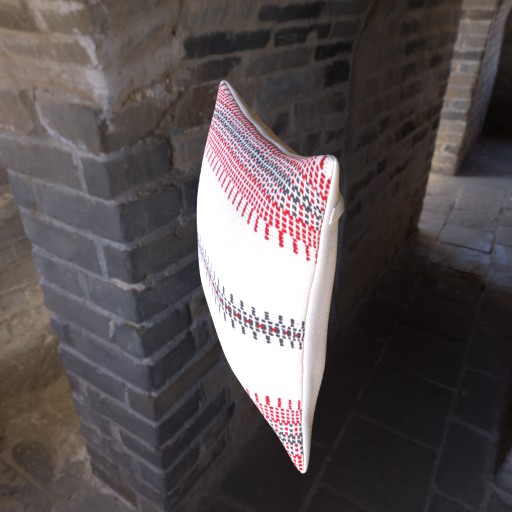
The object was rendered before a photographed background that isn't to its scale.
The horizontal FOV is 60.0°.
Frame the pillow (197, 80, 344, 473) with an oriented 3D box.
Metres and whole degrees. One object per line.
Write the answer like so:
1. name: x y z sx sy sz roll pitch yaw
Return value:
1. pillow: 0.000 0.000 0.694 0.160 0.454 0.463 -8 31 -14
